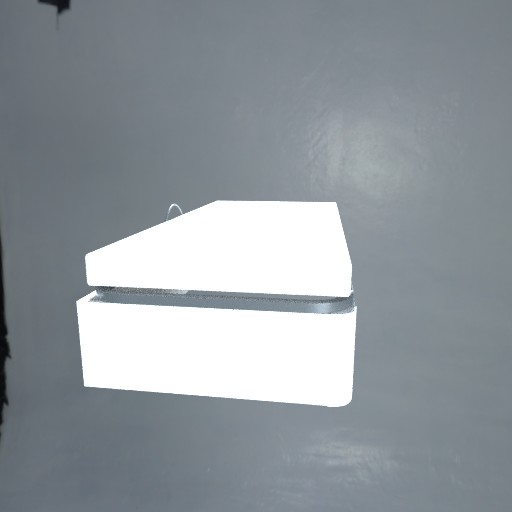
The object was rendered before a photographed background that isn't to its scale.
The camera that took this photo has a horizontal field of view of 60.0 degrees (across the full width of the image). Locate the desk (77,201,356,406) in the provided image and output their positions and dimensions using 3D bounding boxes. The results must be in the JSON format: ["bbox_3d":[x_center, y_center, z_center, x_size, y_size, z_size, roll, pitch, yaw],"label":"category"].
[{"bbox_3d":[0.000,0.000,2.307,0.900,0.526,1.900,2,13,8],"label":"desk"}]
